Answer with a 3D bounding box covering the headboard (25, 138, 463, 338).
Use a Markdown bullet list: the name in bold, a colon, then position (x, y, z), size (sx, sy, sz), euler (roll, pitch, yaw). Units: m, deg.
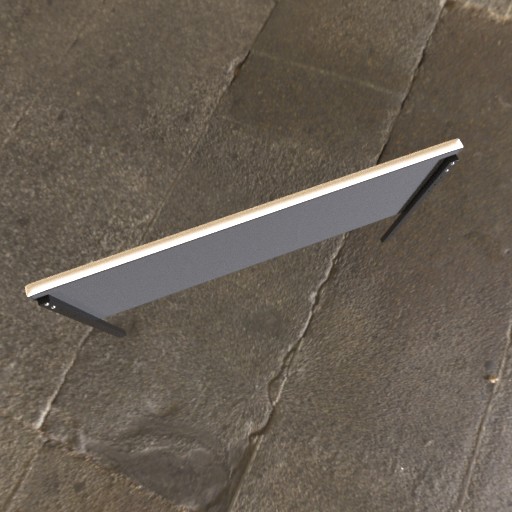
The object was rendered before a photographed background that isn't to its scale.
- **headboard**: position (0.000, 0.000, 2.911), size (2.362, 1.410, 0.120), euler (-19, 74, -6)
